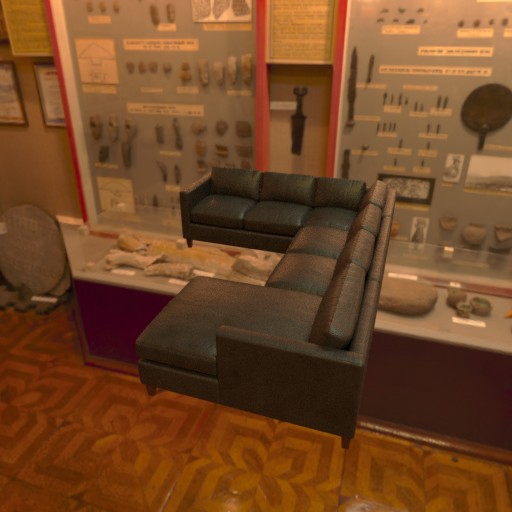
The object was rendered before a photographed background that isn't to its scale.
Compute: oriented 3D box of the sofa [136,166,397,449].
[{"bbox_3d":[0.000,0.000,4.412,2.452,0.891,3.324,9,28,17],"label":"sofa"}]
